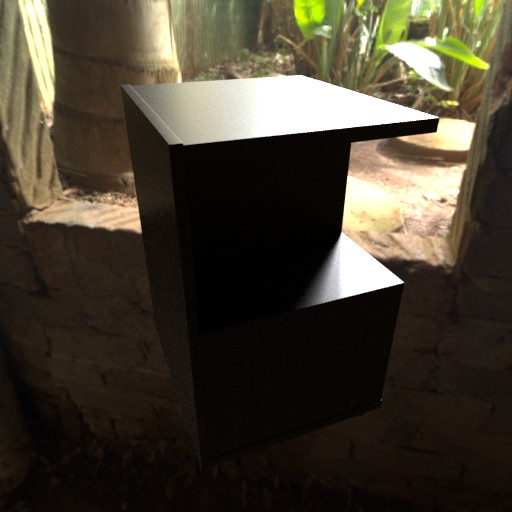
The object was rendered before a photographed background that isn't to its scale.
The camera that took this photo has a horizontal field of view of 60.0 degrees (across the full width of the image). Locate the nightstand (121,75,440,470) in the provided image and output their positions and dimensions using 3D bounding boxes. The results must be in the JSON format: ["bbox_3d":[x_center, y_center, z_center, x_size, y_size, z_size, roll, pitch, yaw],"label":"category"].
[{"bbox_3d":[0.000,0.000,0.819,0.356,0.559,0.400,-11,32,-19],"label":"nightstand"}]
